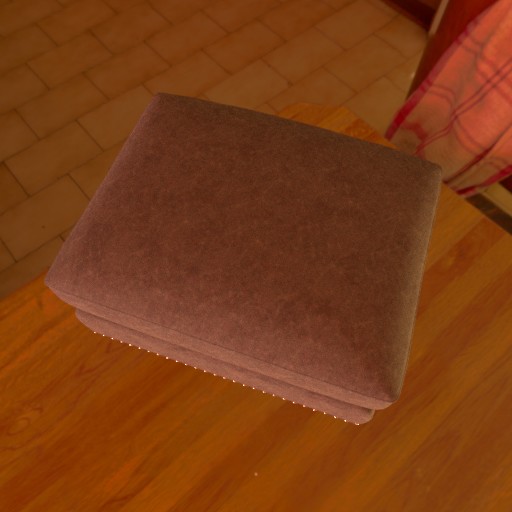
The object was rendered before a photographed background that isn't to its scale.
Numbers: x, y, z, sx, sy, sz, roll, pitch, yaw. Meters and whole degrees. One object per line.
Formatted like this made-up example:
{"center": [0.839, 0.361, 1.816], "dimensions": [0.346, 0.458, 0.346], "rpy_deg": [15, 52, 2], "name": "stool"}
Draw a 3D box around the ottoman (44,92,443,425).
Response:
{"center": [0.000, 0.000, 1.122], "dimensions": [0.741, 0.513, 0.584], "rpy_deg": [17, 65, 8], "name": "ottoman"}
